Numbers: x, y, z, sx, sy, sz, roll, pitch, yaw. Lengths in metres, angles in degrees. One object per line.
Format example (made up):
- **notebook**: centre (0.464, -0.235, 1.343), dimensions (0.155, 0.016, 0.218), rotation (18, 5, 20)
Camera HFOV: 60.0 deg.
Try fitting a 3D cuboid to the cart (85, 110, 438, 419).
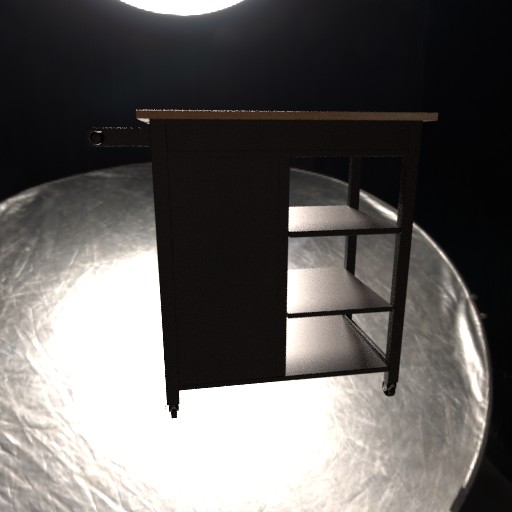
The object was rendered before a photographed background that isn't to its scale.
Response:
- **cart**: centre (0.000, 0.000, 1.451), dimensions (0.914, 0.878, 0.472), rotation (-3, 15, -9)
